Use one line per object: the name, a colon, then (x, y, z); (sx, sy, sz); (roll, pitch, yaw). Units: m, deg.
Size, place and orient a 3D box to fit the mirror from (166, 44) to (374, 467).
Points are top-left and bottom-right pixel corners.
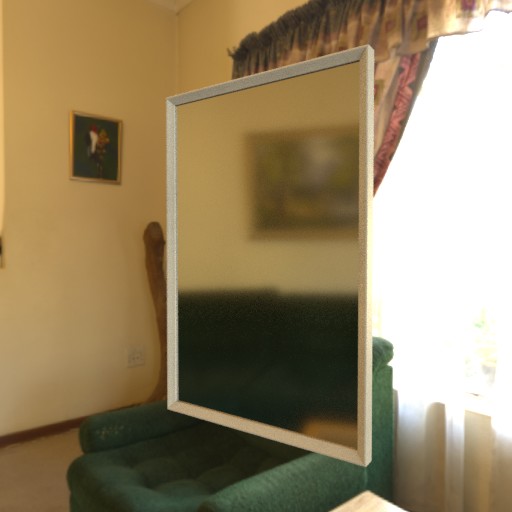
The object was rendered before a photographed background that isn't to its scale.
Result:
mirror: (0.000, 0.000, 1.146); (0.609, 0.915, 0.041); (1, 2, 34)
